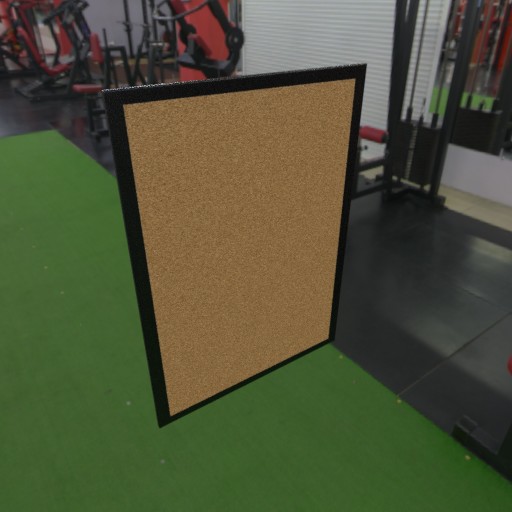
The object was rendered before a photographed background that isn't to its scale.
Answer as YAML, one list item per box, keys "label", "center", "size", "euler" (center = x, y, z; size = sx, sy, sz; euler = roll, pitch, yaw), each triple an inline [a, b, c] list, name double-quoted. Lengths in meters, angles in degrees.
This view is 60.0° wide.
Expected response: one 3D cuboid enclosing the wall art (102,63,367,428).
- label: "wall art"
  center: [0.000, 0.000, 1.264]
  size: [0.707, 0.967, 0.013]
  euler: [-19, 35, -29]
